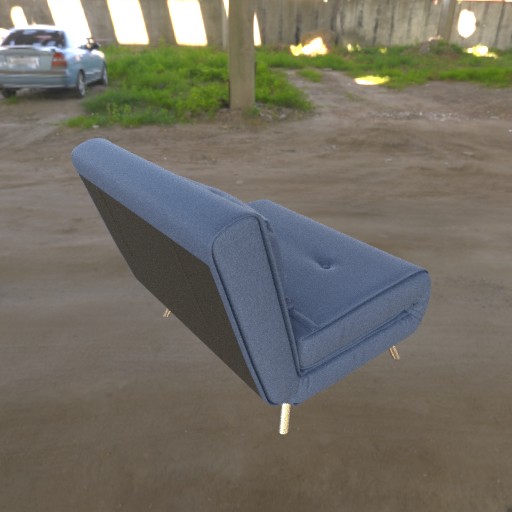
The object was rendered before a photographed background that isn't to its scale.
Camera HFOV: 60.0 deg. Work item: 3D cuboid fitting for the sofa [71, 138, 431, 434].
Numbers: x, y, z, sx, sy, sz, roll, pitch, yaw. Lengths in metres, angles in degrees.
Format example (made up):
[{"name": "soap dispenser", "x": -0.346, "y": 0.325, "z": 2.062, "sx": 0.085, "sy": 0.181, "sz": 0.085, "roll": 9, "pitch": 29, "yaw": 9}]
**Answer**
[{"name": "sofa", "x": 0.000, "y": 0.000, "z": 1.744, "sx": 0.996, "sy": 0.860, "sz": 0.999, "roll": -20, "pitch": 33, "yaw": -33}]
